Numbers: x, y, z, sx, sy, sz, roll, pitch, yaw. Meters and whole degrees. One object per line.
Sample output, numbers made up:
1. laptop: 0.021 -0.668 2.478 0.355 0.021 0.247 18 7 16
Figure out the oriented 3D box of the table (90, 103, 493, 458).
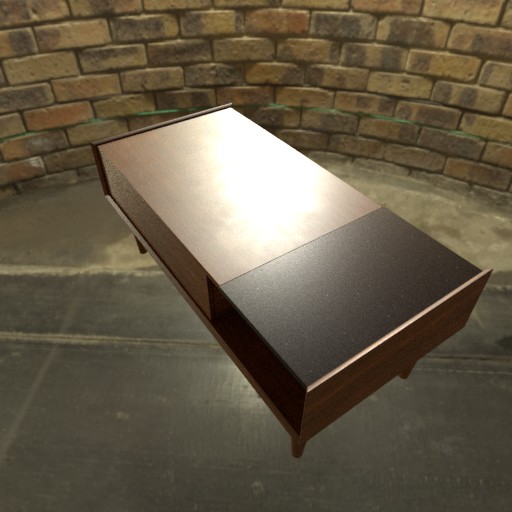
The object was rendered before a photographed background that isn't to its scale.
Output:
1. table: 0.000 0.000 1.530 0.610 0.508 1.221 -25 48 -25
